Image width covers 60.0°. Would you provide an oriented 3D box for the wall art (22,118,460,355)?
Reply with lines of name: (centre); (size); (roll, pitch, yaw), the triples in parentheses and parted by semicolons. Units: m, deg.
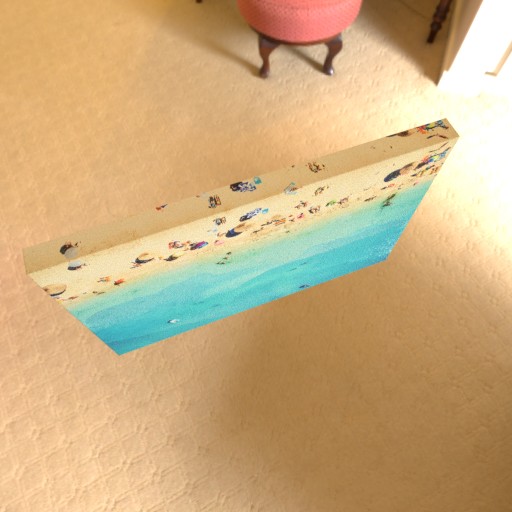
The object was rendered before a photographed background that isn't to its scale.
wall art: (0.000, 0.000, 0.773); (0.609, 0.406, 0.039); (-19, 65, -9)
